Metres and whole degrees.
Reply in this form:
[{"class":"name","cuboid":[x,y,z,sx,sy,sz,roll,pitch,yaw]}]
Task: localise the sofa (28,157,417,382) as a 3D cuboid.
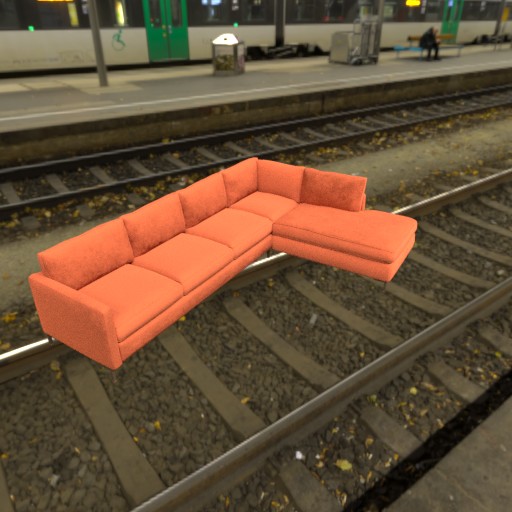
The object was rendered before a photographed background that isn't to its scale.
[{"class":"sofa","cuboid":[0.000,0.000,3.552,1.879,0.757,2.736,17,33,28]}]
